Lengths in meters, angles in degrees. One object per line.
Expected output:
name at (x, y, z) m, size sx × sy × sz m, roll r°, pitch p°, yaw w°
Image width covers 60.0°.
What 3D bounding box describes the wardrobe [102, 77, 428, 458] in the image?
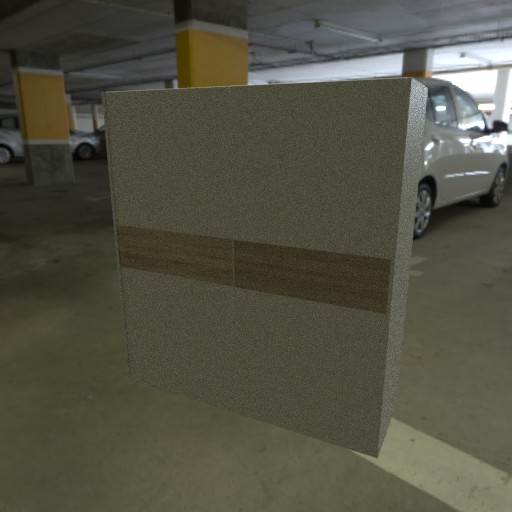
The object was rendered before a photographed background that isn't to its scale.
wardrobe at (0.000, 0.000, 2.873) m, size 1.830 × 2.020 × 0.600 m, roll 8°, pitch 18°, yaw 26°
